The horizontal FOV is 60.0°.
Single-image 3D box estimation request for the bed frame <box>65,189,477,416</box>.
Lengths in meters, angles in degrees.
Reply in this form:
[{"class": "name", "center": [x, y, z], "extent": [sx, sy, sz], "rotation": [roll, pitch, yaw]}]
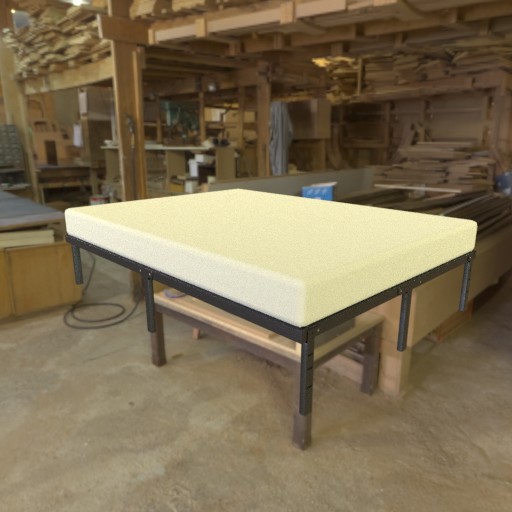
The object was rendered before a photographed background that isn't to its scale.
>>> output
[{"class": "bed frame", "center": [0.000, 0.000, 3.540], "extent": [1.990, 0.680, 2.635], "rotation": [-15, 21, -42]}]
